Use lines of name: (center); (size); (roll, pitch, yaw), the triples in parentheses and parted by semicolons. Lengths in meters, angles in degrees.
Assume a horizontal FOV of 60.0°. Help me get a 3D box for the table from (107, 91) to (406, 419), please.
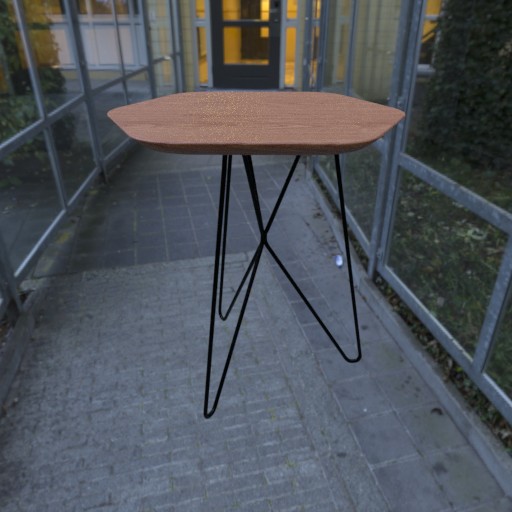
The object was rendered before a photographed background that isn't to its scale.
table: (0.000, 0.000, 0.887); (0.500, 0.562, 0.400); (0, 29, 1)
